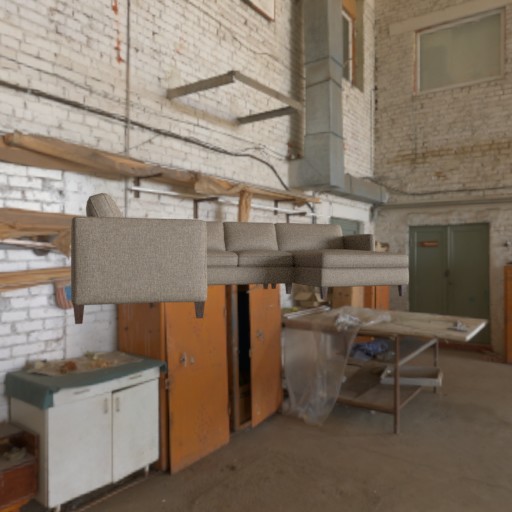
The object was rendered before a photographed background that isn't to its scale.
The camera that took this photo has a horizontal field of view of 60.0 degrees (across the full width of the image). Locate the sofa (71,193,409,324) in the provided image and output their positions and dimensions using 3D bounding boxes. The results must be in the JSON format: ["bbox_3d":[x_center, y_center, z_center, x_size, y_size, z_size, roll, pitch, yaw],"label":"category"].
[{"bbox_3d":[0.000,0.000,4.603,3.403,0.889,2.551,0,0,-19],"label":"sofa"}]
